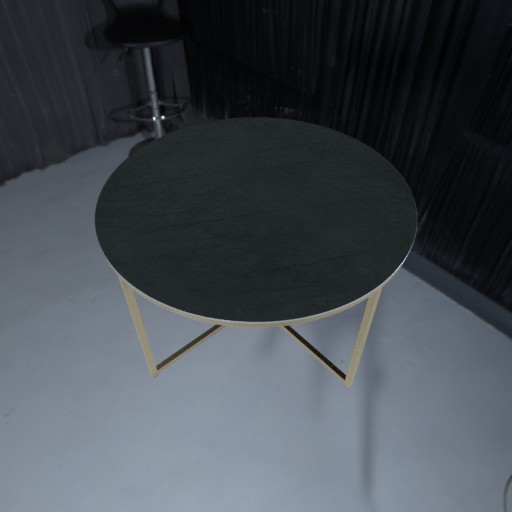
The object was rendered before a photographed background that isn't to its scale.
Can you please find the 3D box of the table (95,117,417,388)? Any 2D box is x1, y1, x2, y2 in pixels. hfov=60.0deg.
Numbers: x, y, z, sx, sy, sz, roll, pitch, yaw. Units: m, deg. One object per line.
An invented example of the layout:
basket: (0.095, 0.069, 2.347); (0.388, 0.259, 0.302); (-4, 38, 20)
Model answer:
table: (0.000, 0.000, 1.295); (0.800, 0.450, 0.800); (0, 45, 0)
